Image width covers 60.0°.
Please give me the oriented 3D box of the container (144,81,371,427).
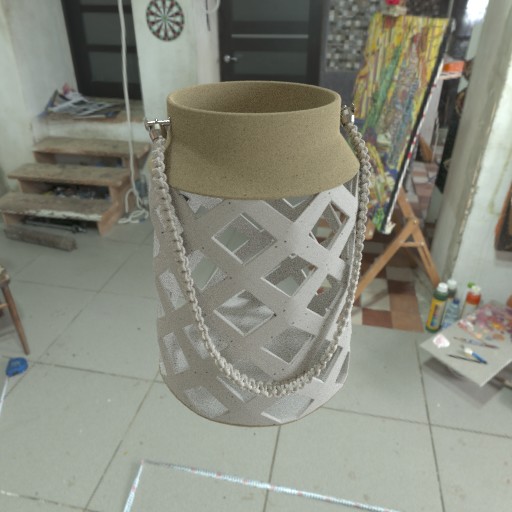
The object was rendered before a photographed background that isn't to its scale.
[{"bbox_3d":[0.000,0.000,0.332,0.163,0.229,0.172,-9,31,-15],"label":"container"}]
